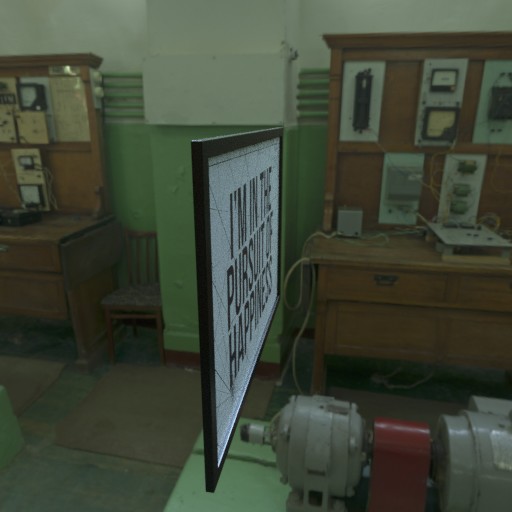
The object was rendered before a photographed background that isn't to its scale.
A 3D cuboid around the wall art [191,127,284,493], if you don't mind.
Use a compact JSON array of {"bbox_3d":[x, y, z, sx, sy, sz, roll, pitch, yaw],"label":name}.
[{"bbox_3d":[0.000,0.000,1.019,0.015,0.552,0.819,3,18,10],"label":"wall art"}]
